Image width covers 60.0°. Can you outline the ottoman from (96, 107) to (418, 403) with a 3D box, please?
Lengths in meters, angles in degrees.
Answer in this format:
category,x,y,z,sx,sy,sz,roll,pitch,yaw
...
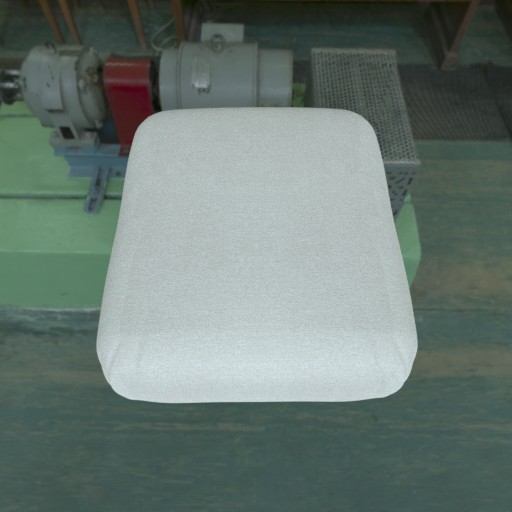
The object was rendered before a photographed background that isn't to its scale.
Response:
category,x,y,z,sx,sy,sz,roll,pitch,yaw
ottoman,0.000,0.000,1.137,0.639,0.450,0.746,0,59,0
